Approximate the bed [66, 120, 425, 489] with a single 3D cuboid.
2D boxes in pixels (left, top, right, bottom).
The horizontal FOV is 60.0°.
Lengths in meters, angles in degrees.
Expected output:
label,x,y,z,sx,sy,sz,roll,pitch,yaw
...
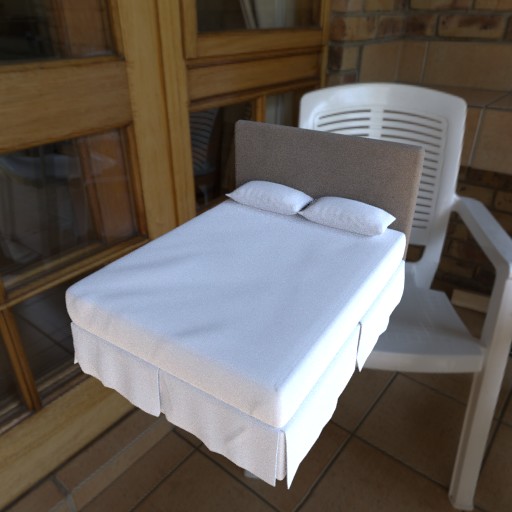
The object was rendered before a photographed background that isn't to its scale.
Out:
label,x,y,z,sx,sy,sz,roll,pitch,yaw
bed,0.000,0.000,3.133,1.723,1.330,2.142,17,34,28
